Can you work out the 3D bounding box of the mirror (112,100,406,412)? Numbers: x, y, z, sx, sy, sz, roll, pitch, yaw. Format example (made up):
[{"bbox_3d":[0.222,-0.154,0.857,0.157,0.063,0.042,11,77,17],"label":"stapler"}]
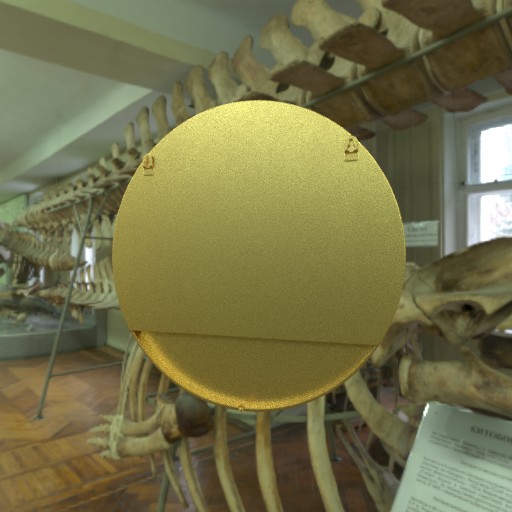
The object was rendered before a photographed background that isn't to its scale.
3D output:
[{"bbox_3d":[0.000,0.000,0.713,0.457,0.457,0.133,0,0,19],"label":"mirror"}]
